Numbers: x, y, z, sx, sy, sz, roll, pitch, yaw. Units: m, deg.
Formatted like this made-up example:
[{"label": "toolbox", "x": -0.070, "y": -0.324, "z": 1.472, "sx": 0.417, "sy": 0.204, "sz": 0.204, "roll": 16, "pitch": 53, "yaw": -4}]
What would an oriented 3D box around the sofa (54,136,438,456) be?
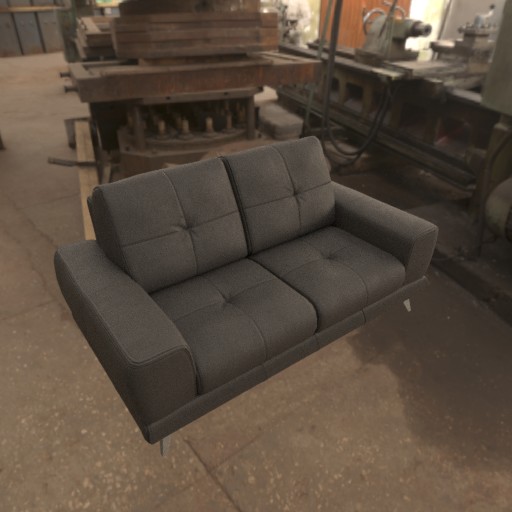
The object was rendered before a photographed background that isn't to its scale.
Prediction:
[{"label": "sofa", "x": 0.000, "y": 0.000, "z": 2.326, "sx": 1.806, "sy": 0.907, "sz": 1.018, "roll": -21, "pitch": 37, "yaw": -30}]
